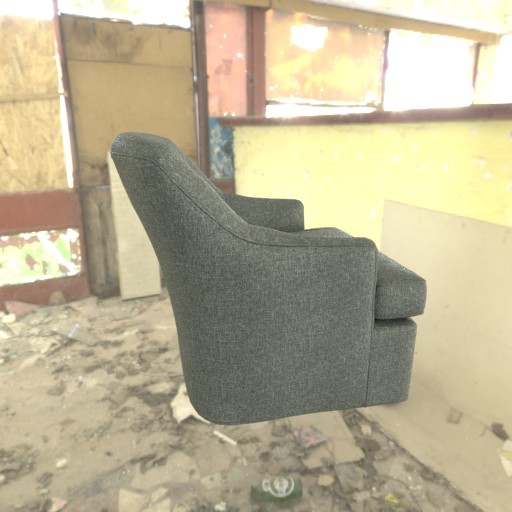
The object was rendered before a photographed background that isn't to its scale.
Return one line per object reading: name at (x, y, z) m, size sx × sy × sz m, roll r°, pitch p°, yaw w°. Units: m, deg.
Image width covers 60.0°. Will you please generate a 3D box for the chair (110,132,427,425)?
chair at (0.000, 0.000, 1.588) m, size 0.923 × 0.856 × 0.864 m, roll -3°, pitch 16°, yaw -10°
